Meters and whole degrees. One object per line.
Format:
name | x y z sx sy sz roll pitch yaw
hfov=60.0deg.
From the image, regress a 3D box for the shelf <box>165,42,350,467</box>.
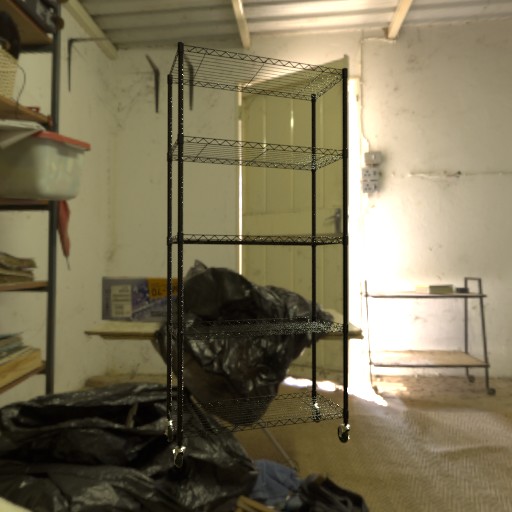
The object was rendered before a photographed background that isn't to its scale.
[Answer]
shelf | 0.000 0.000 1.972 0.762 1.645 0.356 0 -1 -19
